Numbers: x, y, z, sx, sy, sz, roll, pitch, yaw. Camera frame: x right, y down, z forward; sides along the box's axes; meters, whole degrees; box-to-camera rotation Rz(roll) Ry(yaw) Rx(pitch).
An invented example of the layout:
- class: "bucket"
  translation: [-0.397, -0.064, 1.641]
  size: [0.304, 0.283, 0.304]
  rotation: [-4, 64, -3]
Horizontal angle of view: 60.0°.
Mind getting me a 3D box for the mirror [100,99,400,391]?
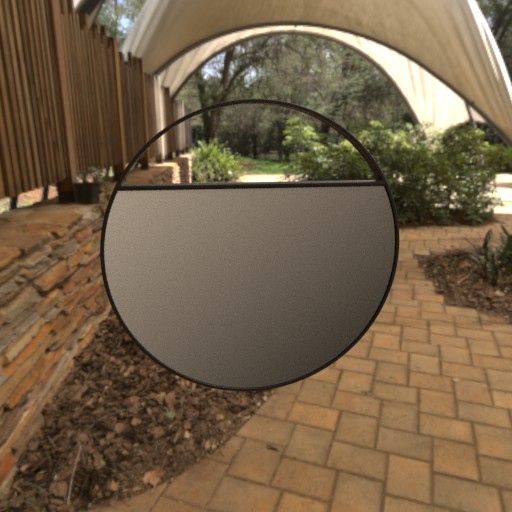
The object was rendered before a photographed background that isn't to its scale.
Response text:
- class: "mirror"
  translation: [0.000, 0.000, 0.846]
  size: [0.565, 0.565, 0.032]
  rotation: [-2, 16, -8]
